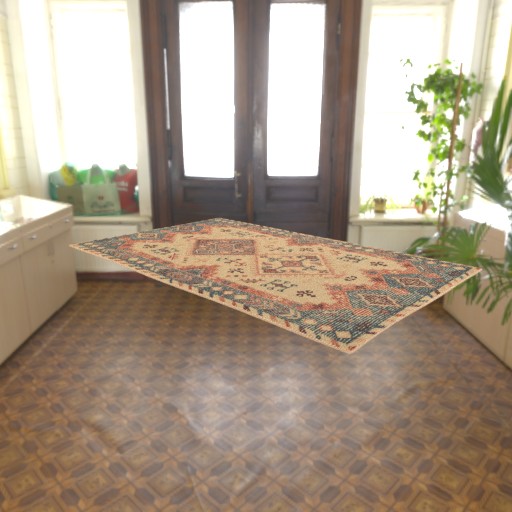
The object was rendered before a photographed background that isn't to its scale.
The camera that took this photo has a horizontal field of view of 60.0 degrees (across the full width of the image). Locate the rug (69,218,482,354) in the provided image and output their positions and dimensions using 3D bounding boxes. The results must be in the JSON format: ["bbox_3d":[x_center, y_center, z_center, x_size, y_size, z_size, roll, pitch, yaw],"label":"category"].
[{"bbox_3d":[0.000,0.000,3.054,2.464,0.023,1.521,14,21,42],"label":"rug"}]
